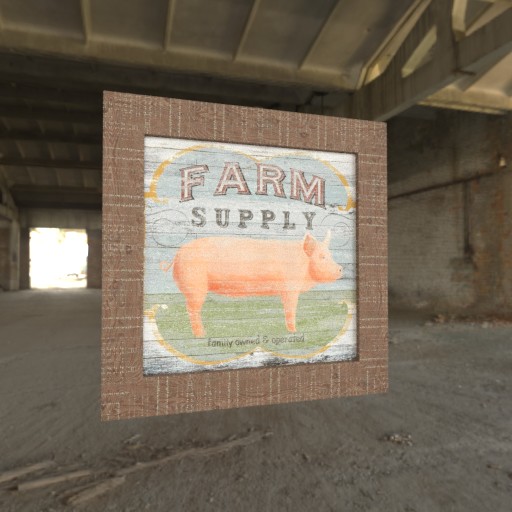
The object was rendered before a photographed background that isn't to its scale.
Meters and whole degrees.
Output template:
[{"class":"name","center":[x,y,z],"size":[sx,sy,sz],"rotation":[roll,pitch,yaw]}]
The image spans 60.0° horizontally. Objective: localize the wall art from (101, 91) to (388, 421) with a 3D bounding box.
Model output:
[{"class":"wall art","center":[0.000,0.000,0.811],"size":[0.531,0.531,0.040],"rotation":[0,-1,-18]}]
